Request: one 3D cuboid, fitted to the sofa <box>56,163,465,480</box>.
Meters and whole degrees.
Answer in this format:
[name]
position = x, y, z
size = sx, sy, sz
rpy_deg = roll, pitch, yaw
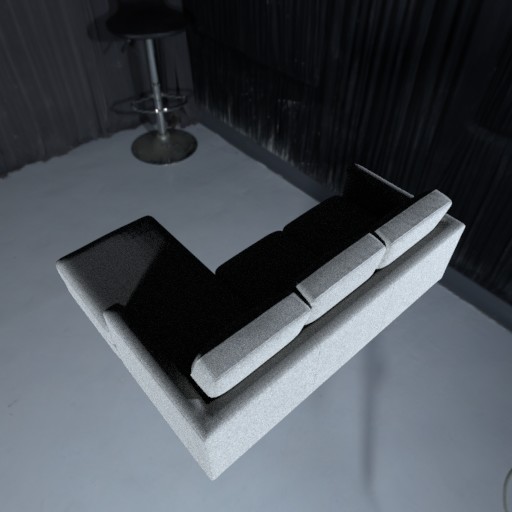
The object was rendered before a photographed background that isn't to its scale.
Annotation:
[sofa]
position = 0.000, 0.000, 2.904
size = 2.055, 0.957, 1.667
rpy_deg = -32, 54, -27
